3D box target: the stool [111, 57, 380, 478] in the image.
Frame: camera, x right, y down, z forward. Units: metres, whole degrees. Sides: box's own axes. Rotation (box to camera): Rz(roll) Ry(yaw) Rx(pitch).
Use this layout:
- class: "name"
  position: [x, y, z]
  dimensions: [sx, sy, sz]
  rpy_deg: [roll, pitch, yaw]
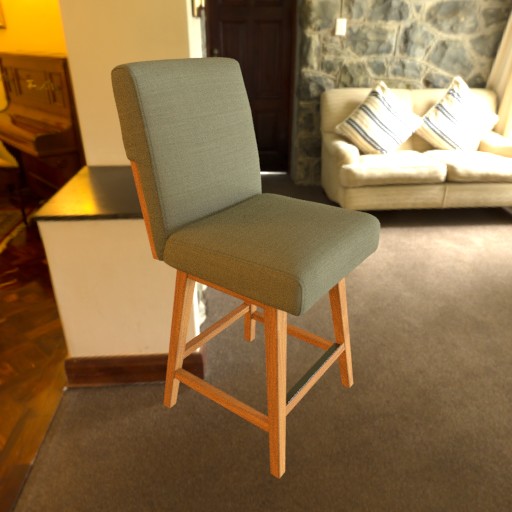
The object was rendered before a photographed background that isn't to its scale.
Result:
- class: "stool"
  position: [0.000, 0.000, 1.267]
  dimensions: [0.570, 1.019, 0.459]
  rpy_deg: [18, 32, 32]
